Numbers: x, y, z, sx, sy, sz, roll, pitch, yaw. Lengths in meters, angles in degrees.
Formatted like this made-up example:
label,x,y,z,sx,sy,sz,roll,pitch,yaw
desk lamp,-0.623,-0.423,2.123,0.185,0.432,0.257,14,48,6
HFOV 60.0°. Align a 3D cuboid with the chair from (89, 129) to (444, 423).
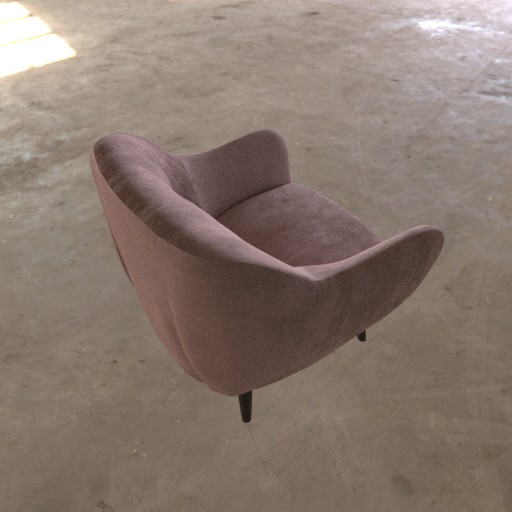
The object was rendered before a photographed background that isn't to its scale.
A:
label,x,y,z,sx,sy,sz,roll,pitch,yaw
chair,0.000,0.000,1.480,0.820,0.820,0.840,-24,46,-25
